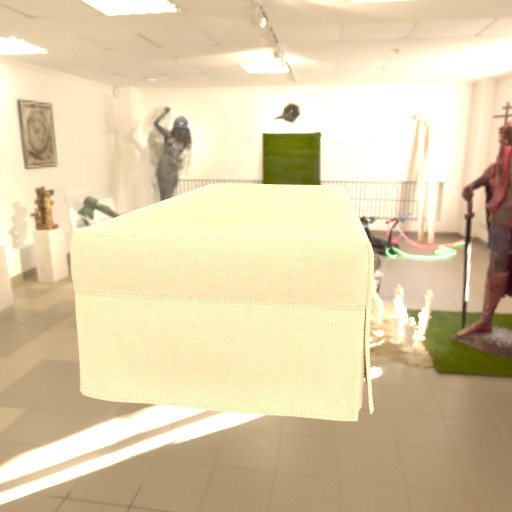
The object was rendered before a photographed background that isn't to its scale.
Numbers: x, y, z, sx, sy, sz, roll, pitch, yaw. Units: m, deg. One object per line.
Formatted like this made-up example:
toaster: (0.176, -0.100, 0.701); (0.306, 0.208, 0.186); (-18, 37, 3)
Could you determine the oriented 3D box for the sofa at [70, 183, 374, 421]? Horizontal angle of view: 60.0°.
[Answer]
sofa: (0.000, 0.000, 2.064); (0.939, 0.552, 1.677); (2, 14, 8)
